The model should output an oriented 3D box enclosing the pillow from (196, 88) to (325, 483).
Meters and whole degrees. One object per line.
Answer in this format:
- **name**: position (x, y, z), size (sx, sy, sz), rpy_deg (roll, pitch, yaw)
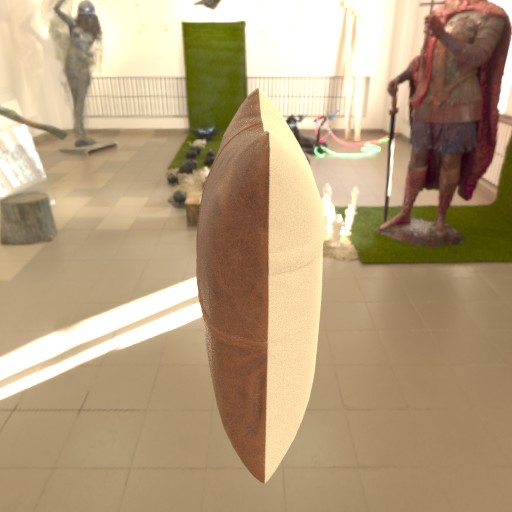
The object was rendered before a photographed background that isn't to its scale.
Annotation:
- **pillow**: position (0.000, 0.000, 0.704), size (0.192, 0.470, 0.484), rpy_deg (0, 26, -1)
